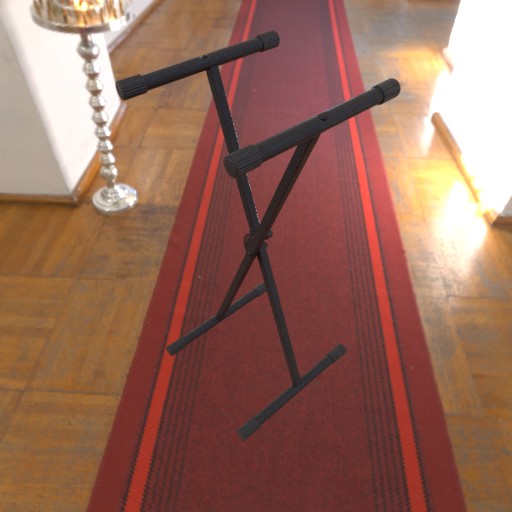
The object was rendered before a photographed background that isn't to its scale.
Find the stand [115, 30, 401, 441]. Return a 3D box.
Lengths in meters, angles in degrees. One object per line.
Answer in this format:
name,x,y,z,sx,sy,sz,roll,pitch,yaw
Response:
stand,0.000,0.000,1.159,0.449,0.940,0.409,-32,54,-27
